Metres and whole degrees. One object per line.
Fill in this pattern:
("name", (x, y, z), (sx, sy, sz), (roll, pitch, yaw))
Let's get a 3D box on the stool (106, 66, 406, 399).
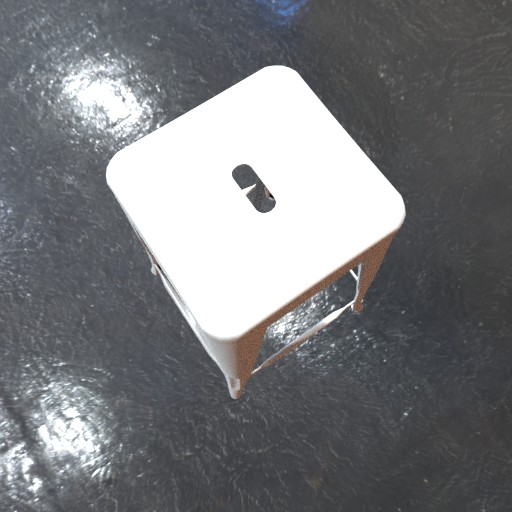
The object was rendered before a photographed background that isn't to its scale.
("stool", (0.000, 0.000, 0.873), (0.406, 0.610, 0.406), (-33, 76, -9))
